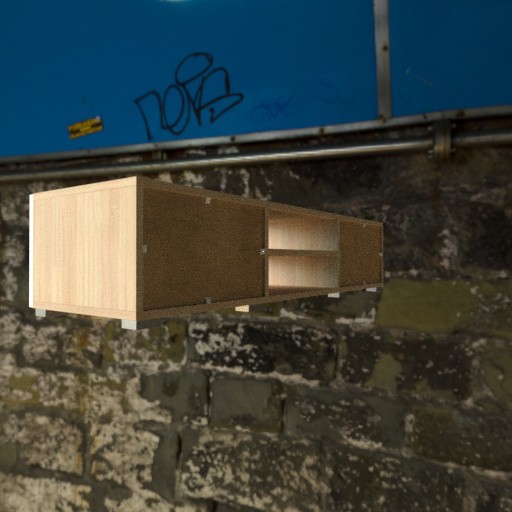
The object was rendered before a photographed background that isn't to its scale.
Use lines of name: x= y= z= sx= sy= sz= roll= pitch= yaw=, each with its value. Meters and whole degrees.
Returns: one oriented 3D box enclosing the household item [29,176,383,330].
household item: x=0.000 y=0.000 z=1.577 sx=0.420 sy=0.310 sz=1.400 roll=0 pitch=-1 yaw=36
